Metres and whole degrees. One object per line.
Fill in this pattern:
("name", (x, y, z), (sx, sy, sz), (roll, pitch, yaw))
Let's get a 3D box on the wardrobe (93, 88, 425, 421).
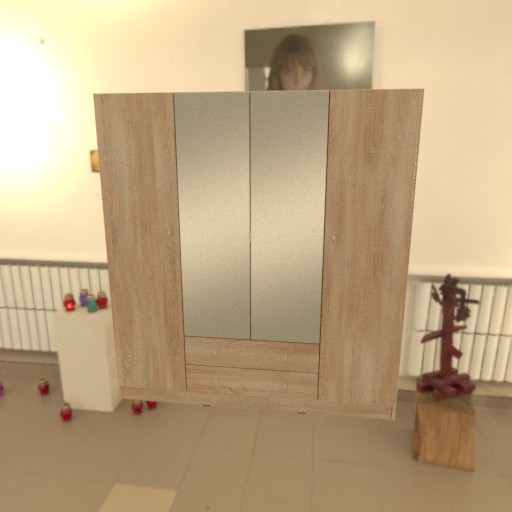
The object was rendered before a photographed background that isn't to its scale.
("wardrobe", (0.000, 0.000, 3.150), (1.998, 2.159, 0.598), (2, 15, 8))
